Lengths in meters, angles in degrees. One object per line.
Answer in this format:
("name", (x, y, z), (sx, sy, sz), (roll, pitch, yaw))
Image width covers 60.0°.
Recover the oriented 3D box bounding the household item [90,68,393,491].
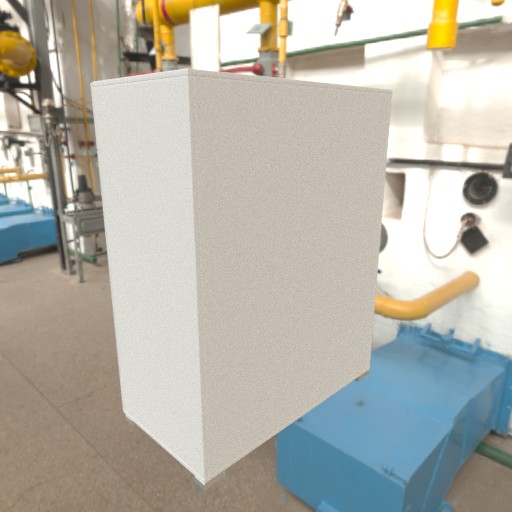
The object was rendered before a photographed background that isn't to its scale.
("household item", (0.000, 0.000, 1.409), (0.790, 1.010, 0.420), (-16, 23, -42))
